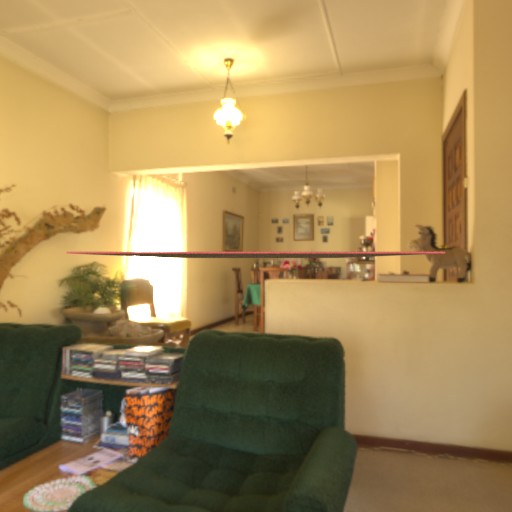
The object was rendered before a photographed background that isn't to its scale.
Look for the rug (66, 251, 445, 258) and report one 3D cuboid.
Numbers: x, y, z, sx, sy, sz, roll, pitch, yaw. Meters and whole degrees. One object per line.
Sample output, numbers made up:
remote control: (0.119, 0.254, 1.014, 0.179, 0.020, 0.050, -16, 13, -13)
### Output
rug: (0.000, 0.000, 3.001, 1.534, 0.010, 2.423, 0, -1, 0)
